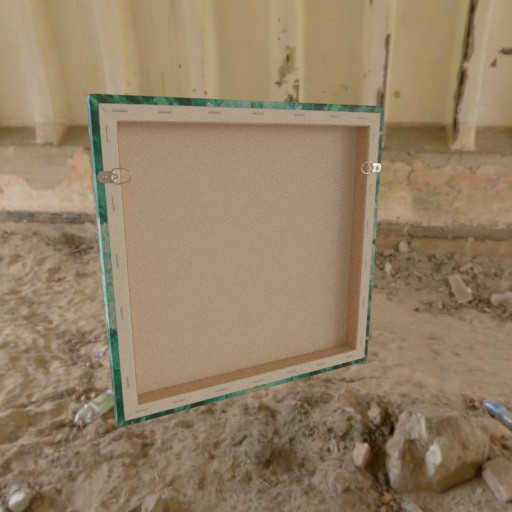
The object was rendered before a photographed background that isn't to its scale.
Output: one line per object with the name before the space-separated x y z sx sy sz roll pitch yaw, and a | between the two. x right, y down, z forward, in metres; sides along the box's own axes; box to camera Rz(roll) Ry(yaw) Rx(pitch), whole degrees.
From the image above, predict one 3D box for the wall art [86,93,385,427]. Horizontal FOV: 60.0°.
wall art | 0.000 0.000 0.768 0.507 0.508 0.038 -7 16 -25
